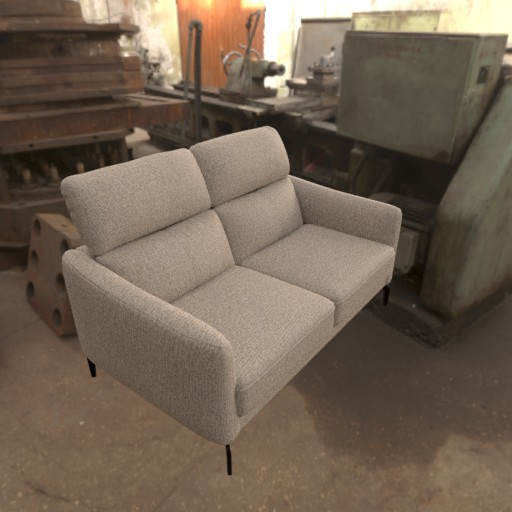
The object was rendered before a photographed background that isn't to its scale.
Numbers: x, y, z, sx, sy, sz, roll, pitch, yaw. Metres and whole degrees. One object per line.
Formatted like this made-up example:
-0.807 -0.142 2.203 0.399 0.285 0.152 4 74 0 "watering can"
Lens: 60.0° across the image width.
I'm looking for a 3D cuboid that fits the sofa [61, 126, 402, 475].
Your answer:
0.000 0.000 2.112 0.905 0.950 1.540 19 33 33 "sofa"
